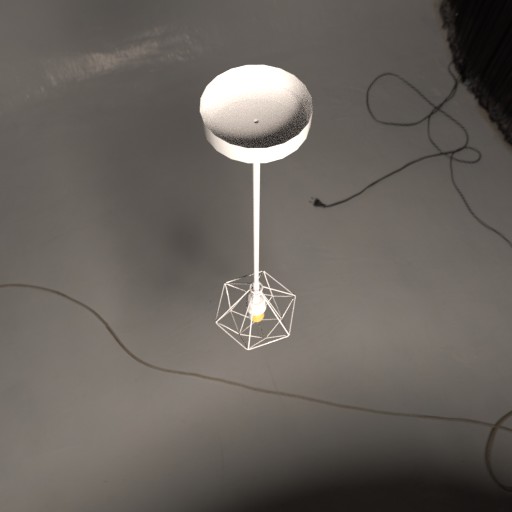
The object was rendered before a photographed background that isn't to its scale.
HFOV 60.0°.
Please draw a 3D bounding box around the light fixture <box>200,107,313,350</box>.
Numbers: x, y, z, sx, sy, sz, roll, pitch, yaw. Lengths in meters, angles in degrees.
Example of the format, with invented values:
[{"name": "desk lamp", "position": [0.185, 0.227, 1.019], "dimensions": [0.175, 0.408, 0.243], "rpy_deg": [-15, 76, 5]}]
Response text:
[{"name": "light fixture", "position": [0.000, 0.000, 1.943], "dimensions": [0.487, 1.764, 0.431], "rpy_deg": [-17, 65, -8]}]
